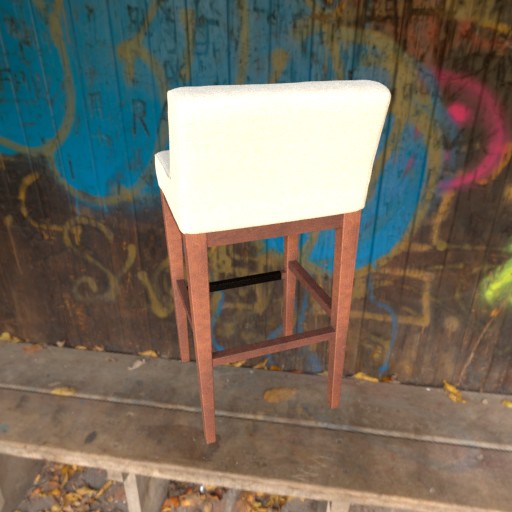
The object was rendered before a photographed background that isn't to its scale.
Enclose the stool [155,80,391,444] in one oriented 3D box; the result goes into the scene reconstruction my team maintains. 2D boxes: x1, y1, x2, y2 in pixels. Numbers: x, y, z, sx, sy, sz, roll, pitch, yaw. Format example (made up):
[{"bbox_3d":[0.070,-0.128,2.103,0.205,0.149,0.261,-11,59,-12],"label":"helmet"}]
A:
[{"bbox_3d":[0.000,0.000,1.368,0.511,1.037,0.500,-9,29,-17],"label":"stool"}]
